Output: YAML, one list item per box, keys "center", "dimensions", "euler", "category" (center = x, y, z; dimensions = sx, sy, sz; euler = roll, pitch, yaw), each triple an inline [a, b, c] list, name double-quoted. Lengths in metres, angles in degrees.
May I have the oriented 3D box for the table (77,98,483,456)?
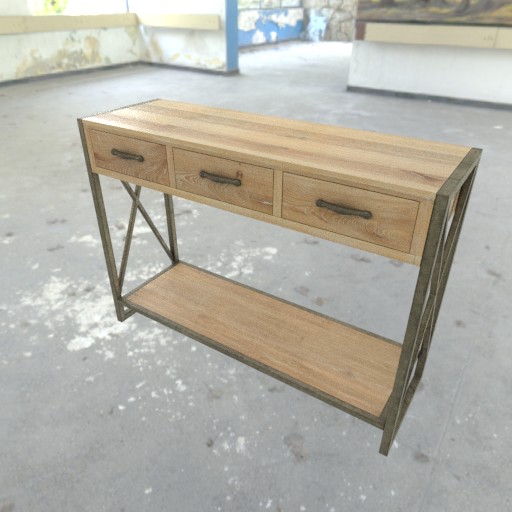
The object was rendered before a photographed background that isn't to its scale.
- center: [0.000, 0.000, 1.371]
  dimensions: [1.059, 0.763, 0.361]
  euler: [19, 35, 28]
  category: "table"
